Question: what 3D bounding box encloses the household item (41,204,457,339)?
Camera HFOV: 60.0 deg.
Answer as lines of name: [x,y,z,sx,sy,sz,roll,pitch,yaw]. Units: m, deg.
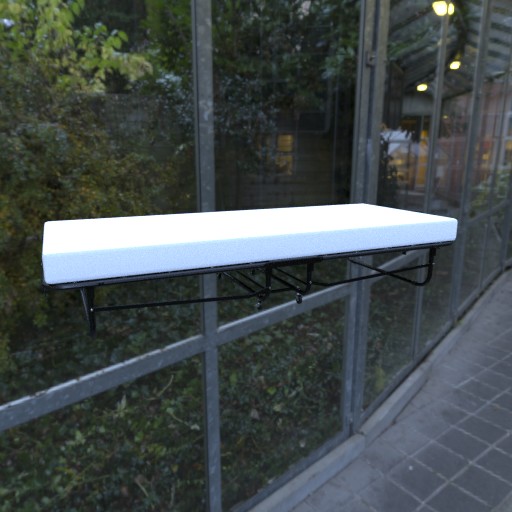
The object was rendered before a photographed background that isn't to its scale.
household item: [0.000,0.000,2.175,1.905,0.356,0.787,-6,14,-24]
